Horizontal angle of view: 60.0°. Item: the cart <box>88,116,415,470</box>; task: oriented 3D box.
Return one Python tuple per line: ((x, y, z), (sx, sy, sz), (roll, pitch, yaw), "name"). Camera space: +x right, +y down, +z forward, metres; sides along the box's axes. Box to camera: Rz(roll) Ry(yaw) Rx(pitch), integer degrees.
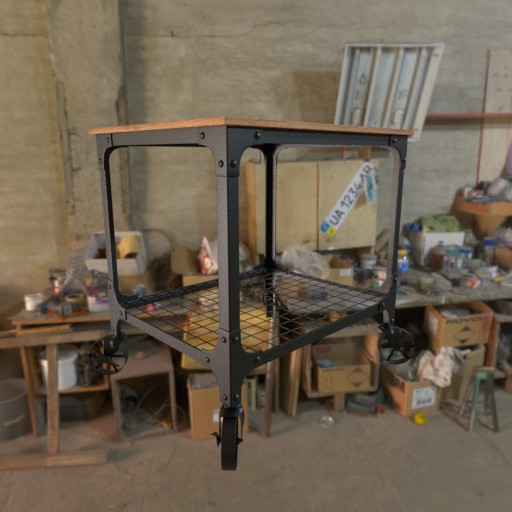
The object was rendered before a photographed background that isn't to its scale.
((0.000, 0.000, 1.098), (0.666, 0.603, 0.558), (-12, 18, -42), "cart")
